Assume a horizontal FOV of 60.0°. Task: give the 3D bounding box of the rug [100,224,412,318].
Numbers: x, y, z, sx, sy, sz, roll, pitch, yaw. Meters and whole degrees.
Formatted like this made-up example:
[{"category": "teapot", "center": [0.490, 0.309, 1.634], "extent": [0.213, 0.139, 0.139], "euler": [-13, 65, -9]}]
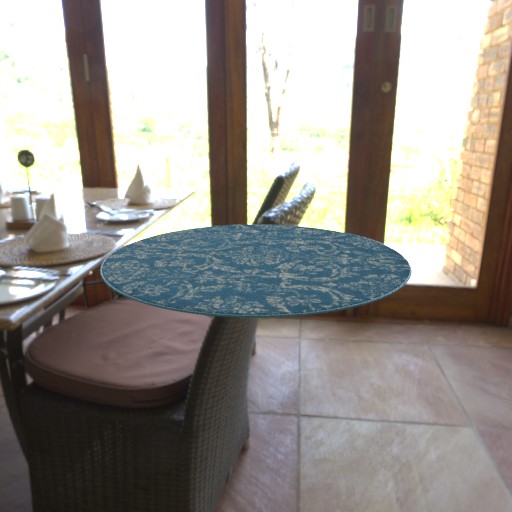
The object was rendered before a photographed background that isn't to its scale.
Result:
[{"category": "rug", "center": [0.000, 0.000, 2.390], "extent": [1.593, 0.012, 1.593], "euler": [0, 16, 0]}]
